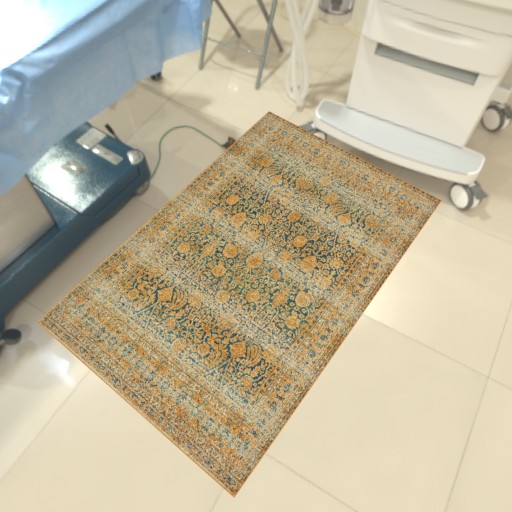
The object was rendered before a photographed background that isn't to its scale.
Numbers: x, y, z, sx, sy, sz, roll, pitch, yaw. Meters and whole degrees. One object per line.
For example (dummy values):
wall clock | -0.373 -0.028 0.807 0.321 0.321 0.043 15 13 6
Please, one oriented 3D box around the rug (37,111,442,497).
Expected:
rug | 0.000 0.000 2.900 1.525 0.007 2.336 33 64 19
